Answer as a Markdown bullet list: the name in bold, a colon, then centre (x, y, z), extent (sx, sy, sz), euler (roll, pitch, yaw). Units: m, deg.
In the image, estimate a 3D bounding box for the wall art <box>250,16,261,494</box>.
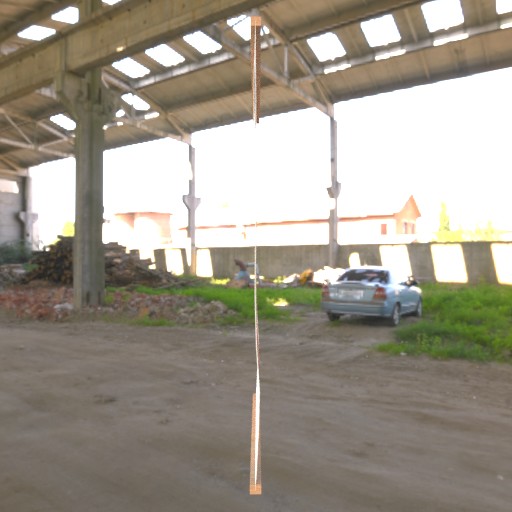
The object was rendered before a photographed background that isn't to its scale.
- **wall art**: centre (0.000, 0.000, 0.638), extent (0.012, 0.508, 0.332), euler (0, -1, 0)
